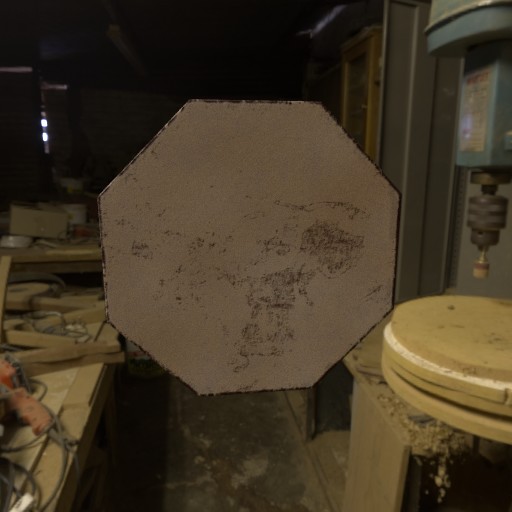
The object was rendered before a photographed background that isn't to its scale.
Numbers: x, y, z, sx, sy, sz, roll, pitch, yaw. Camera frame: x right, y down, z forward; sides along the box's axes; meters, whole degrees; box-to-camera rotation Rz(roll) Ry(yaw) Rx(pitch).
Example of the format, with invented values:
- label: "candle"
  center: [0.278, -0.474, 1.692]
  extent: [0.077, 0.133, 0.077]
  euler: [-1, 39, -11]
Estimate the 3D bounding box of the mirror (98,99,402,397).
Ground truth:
- label: "mirror"
  center: [0.000, 0.000, 0.978]
  extent: [0.648, 0.648, 0.031]
  euler: [-2, 13, -8]
